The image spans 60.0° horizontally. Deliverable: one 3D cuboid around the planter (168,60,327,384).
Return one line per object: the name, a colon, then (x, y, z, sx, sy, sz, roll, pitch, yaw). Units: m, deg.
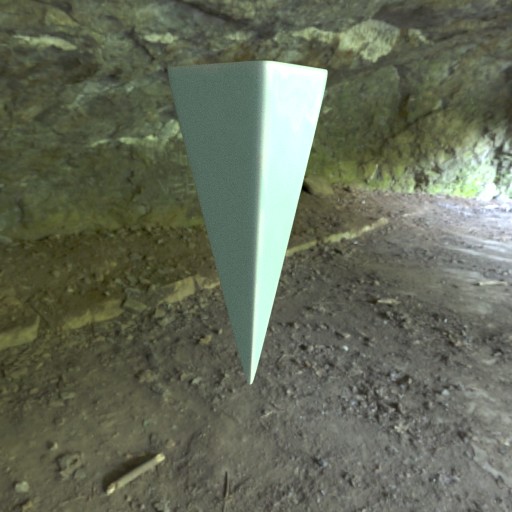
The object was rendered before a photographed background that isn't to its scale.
planter: (0.000, 0.000, 0.217, 0.080, 0.178, 0.064, -2, 16, -7)
